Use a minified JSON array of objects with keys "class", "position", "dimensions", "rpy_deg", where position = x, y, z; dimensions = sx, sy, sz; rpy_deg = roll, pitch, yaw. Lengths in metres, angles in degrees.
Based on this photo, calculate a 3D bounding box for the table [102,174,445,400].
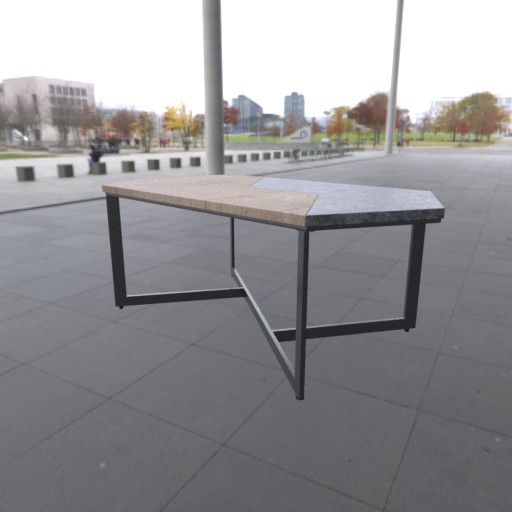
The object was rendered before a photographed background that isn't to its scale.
[{"class":"table","position":[0.000,0.000,1.492],"dimensions":[1.219,0.457,0.609],"rpy_deg":[14,21,42]}]
